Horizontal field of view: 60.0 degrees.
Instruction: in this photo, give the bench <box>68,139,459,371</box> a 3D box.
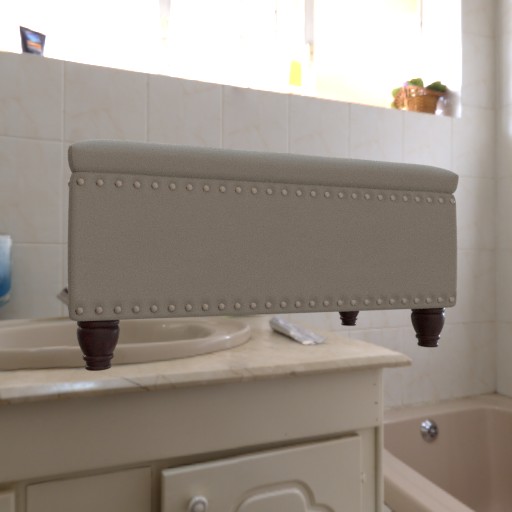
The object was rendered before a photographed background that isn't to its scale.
[{"bbox_3d":[0.000,0.000,1.176,0.887,0.449,0.500,0,-1,-18],"label":"bench"}]
